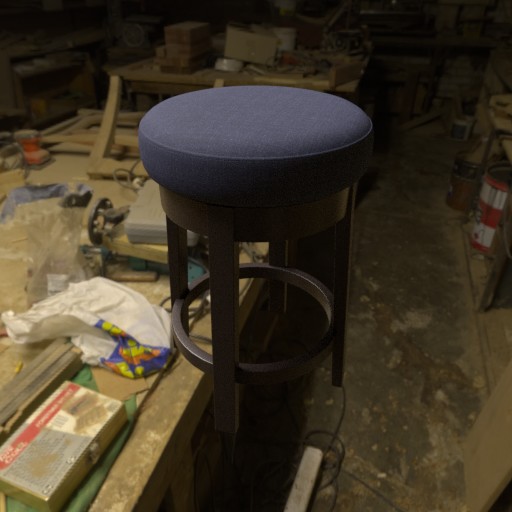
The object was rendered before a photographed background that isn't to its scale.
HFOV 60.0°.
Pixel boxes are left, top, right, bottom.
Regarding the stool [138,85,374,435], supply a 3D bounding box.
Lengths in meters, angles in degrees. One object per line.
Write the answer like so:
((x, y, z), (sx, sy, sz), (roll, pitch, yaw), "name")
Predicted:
((0.000, 0.000, 0.975), (0.449, 0.655, 0.449), (0, 33, 0), "stool")
